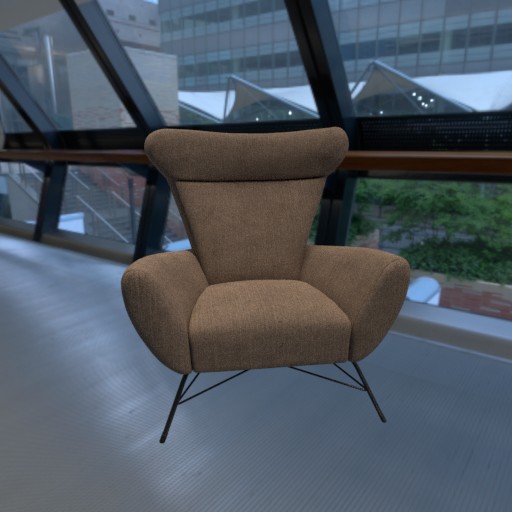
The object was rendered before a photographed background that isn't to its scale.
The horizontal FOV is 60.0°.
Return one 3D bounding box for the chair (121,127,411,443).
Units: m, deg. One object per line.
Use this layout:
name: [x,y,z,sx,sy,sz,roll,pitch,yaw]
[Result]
chair: [0.000,0.000,1.841,0.980,1.040,0.900,-2,15,-8]
